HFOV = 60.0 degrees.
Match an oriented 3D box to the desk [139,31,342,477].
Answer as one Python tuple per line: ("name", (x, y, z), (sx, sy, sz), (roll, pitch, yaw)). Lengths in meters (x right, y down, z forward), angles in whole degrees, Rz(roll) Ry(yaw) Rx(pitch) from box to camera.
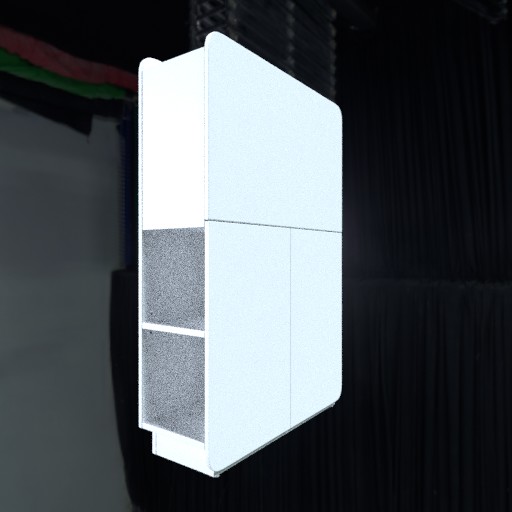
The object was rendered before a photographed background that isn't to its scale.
("desk", (0.000, 0.000, 1.544), (0.278, 1.190, 0.795), (0, 0, 36))
